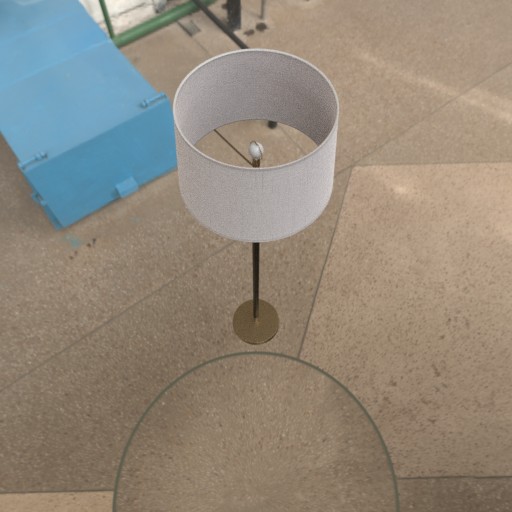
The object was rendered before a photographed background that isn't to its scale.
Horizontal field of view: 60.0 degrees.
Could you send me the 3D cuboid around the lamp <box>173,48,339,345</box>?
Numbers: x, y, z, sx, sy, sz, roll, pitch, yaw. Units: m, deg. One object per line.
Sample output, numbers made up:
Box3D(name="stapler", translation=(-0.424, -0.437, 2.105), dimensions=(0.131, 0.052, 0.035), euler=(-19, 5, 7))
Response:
Box3D(name="lamp", translation=(0.000, 0.000, 1.624), dimensions=(0.420, 1.447, 0.420), euler=(0, 62, 0))
